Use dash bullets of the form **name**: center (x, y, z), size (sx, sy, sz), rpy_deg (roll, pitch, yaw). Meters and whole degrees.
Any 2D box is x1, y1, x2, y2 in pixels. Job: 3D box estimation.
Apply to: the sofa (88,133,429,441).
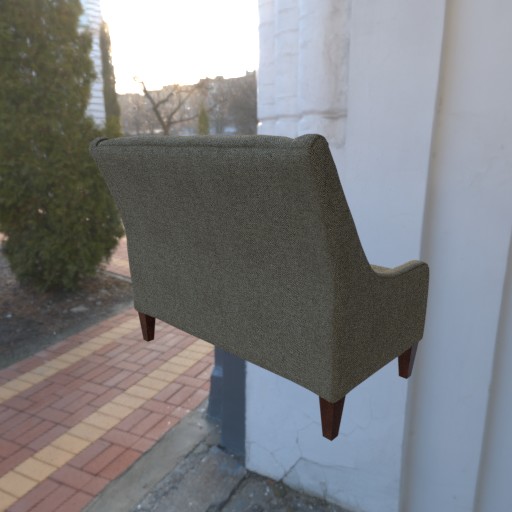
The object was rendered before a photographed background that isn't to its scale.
- **sofa**: center (0.000, 0.000, 1.951), size (1.242, 1.021, 0.870), rpy_deg (13, 20, 42)
